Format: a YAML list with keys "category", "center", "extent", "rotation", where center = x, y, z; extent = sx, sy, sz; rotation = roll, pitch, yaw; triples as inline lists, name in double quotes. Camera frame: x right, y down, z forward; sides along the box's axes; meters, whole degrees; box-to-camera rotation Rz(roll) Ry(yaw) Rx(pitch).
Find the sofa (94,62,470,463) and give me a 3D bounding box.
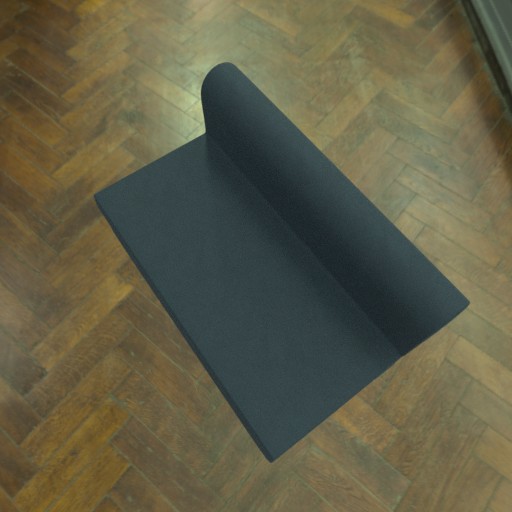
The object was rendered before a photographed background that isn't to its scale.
- category: "sofa"
  center: [0.000, 0.000, 1.678]
  extent: [0.762, 0.660, 1.219]
  rotation: [-33, 69, -15]
